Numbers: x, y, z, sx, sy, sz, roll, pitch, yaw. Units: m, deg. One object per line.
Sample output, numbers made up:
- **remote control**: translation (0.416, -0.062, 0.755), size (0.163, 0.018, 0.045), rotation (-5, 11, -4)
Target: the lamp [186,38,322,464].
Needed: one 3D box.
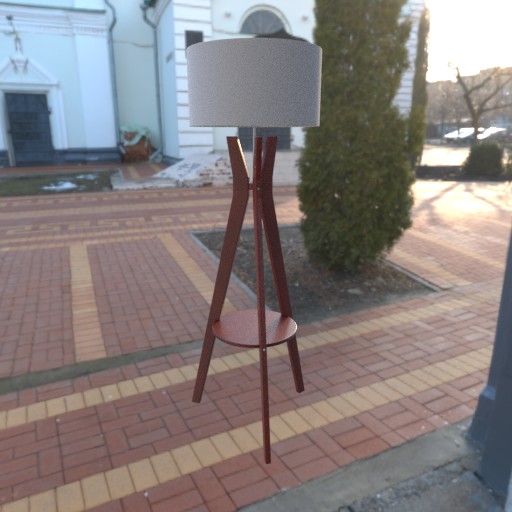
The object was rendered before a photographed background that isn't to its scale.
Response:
- **lamp**: translation (0.000, 0.000, 1.722), size (0.539, 1.472, 0.542), rotation (-3, 16, -10)
